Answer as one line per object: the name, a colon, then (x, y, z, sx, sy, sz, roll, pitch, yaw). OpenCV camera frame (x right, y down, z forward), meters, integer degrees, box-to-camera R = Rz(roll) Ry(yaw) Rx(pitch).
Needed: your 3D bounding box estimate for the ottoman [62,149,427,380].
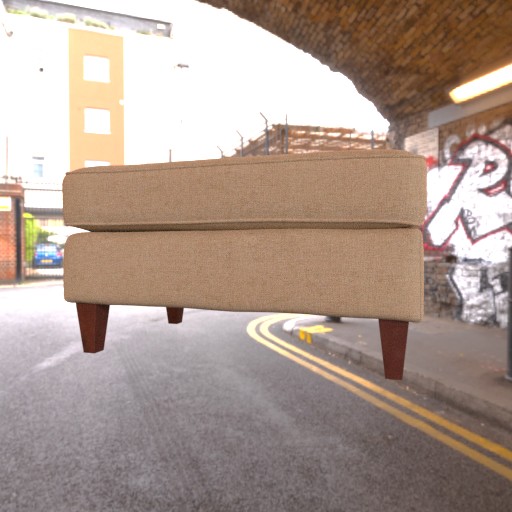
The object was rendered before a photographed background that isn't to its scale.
ottoman: (0.000, 0.000, 1.228, 0.862, 0.484, 0.583, 0, 1, 18)
